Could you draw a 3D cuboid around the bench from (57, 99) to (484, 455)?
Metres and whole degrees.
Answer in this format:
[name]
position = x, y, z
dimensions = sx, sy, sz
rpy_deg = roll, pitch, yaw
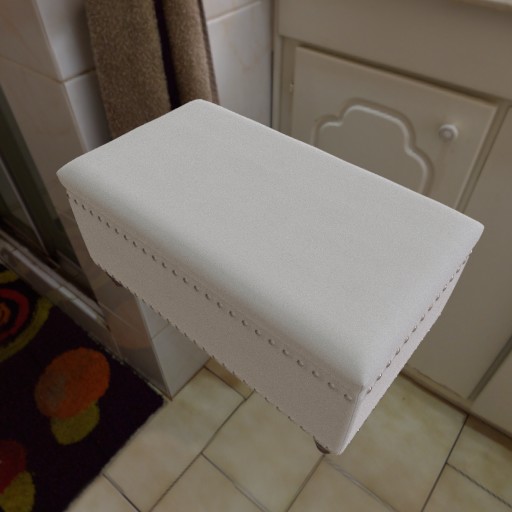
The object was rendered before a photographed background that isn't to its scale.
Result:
[bench]
position = 0.000, 0.000, 1.166
dimensions = 0.887, 0.449, 0.500
rpy_deg = 32, 54, 27
